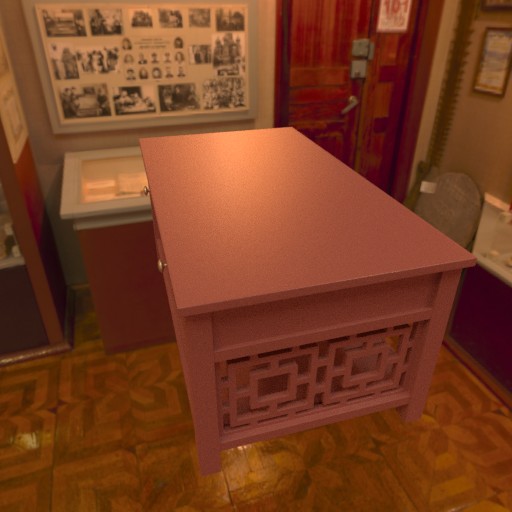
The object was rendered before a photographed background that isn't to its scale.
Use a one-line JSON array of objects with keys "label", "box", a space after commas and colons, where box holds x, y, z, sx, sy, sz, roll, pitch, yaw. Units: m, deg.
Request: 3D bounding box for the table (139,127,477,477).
[{"label": "table", "box": [0.000, 0.000, 1.379, 0.612, 0.493, 1.068, -8, 31, -14]}]
